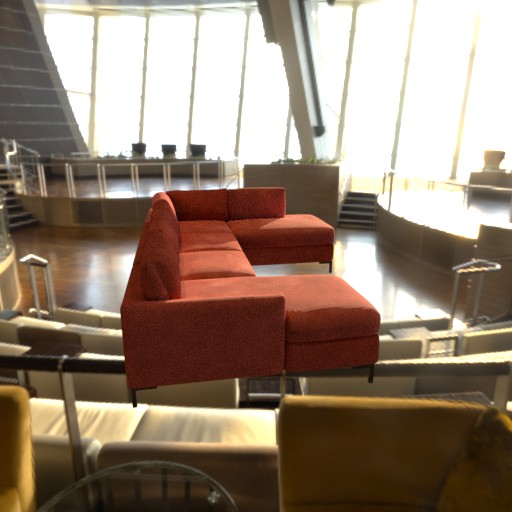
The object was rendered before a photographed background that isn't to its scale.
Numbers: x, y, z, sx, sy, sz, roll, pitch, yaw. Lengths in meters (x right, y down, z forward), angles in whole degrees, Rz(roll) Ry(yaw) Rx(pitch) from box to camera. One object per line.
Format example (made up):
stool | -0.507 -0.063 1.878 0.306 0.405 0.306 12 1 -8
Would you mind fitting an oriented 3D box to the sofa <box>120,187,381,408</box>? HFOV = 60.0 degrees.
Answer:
sofa | 0.000 0.000 3.905 1.981 0.858 2.971 -3 17 -10
